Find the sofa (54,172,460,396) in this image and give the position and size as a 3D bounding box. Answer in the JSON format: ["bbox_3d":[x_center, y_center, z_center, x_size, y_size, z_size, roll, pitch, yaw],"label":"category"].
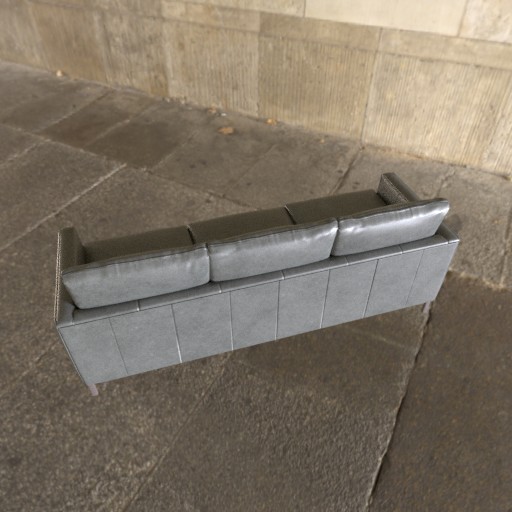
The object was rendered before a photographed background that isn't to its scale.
[{"bbox_3d":[0.000,0.000,2.456,2.029,0.805,0.748,-11,43,-12],"label":"sofa"}]
